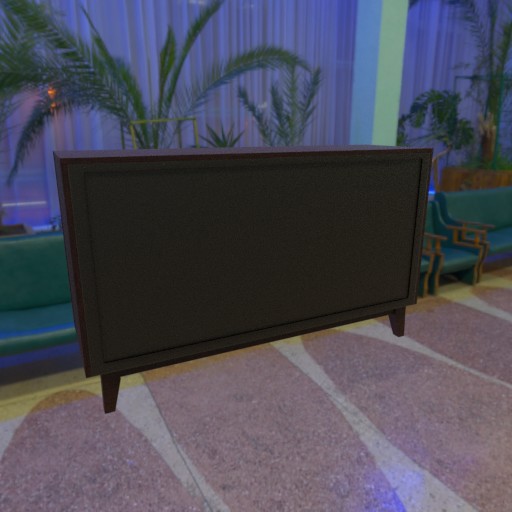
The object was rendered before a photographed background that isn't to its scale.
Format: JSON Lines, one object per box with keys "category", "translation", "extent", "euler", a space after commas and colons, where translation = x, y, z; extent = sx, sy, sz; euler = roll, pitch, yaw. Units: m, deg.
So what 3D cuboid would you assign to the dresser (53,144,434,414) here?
{"category": "dresser", "translation": [0.000, 0.000, 2.075], "extent": [1.609, 0.971, 0.499], "euler": [-8, 18, -25]}
